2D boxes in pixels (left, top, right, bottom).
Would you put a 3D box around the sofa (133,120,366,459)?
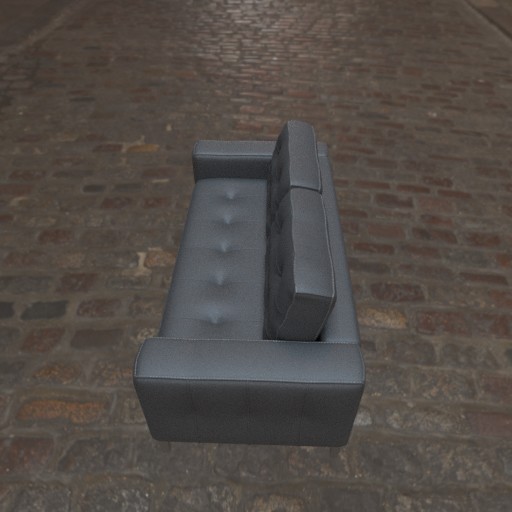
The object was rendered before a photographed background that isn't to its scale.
[{"bbox_3d":[0.000,0.000,2.263,0.833,0.893,1.726,1,43,1],"label":"sofa"}]
